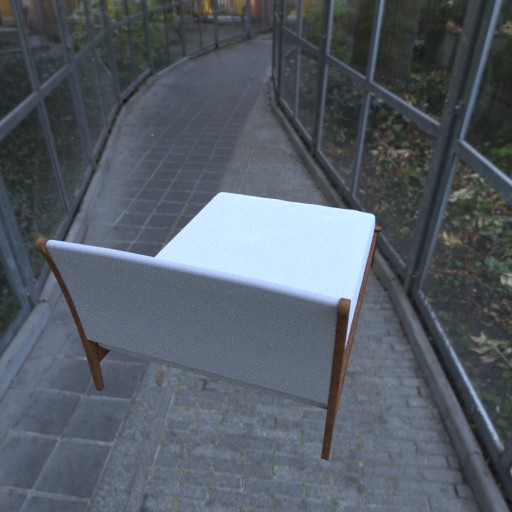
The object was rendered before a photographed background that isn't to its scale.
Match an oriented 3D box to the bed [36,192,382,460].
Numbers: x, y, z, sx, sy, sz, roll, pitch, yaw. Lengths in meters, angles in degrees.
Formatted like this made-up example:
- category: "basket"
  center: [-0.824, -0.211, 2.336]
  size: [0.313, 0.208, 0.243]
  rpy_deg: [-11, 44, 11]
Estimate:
- category: "bed"
  center: [0.000, 0.000, 2.990]
  size: [1.502, 1.135, 2.108]
  rpy_deg: [11, 34, 16]
